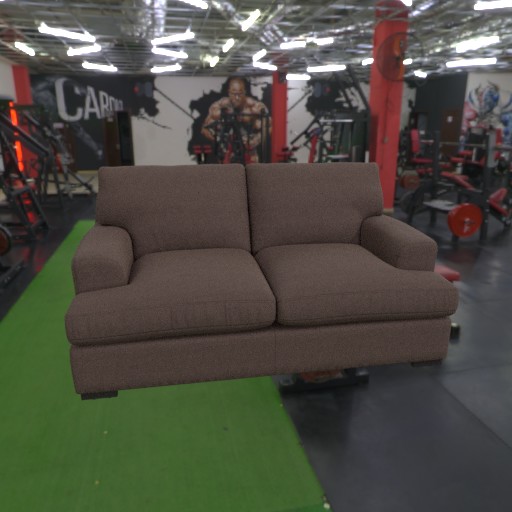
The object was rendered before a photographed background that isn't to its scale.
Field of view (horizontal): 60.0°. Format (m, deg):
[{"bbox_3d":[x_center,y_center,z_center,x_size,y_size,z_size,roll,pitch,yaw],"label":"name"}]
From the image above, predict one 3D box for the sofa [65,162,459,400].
[{"bbox_3d":[0.000,0.000,2.475,1.869,0.950,1.140,-3,17,-10],"label":"sofa"}]
